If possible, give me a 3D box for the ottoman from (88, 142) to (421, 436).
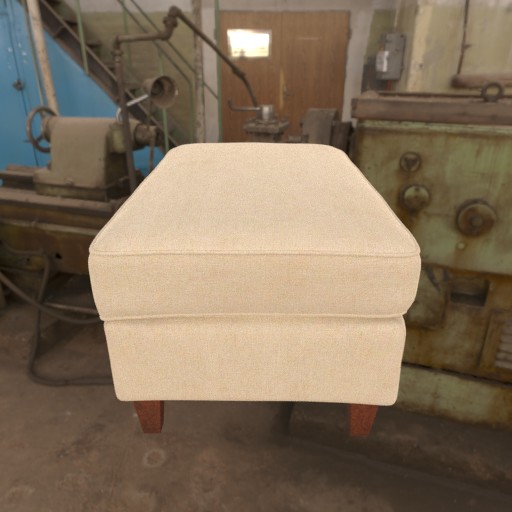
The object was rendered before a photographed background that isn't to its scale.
[{"bbox_3d":[0.000,0.000,1.196,0.583,0.484,0.862,0,25,0],"label":"ottoman"}]
